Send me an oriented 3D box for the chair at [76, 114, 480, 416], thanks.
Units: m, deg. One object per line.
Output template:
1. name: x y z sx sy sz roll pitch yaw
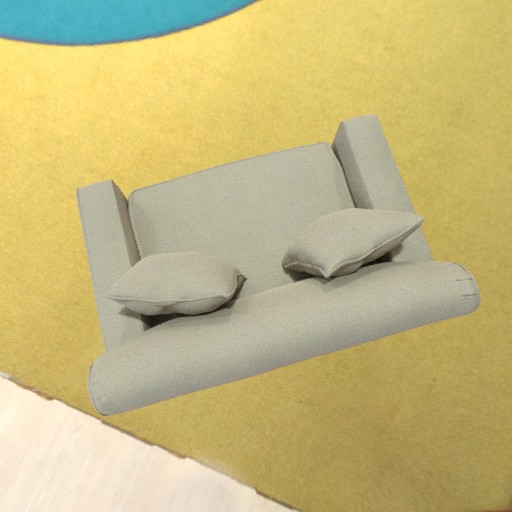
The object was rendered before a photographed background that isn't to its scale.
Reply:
1. chair: 0.000 0.000 1.997 1.383 0.948 1.000 -15 76 -4
